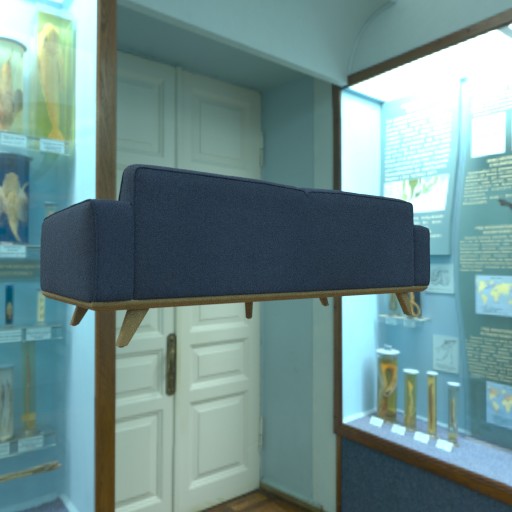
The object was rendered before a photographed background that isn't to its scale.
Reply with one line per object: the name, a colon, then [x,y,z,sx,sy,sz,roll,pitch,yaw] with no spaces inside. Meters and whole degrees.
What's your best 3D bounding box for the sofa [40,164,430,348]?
sofa: [0.000,0.000,2.711,2.270,0.782,0.953,1,-1,-36]
